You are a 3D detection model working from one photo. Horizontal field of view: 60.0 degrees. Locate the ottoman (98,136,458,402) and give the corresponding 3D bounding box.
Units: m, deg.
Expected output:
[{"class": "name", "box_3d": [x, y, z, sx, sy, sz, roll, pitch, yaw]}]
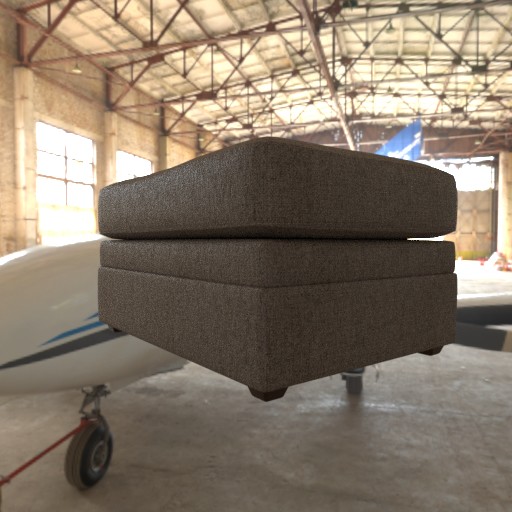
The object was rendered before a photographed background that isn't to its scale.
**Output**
[{"class": "ottoman", "box_3d": [0.000, 0.000, 1.235, 0.637, 0.478, 0.885, -1, 2, -37]}]
